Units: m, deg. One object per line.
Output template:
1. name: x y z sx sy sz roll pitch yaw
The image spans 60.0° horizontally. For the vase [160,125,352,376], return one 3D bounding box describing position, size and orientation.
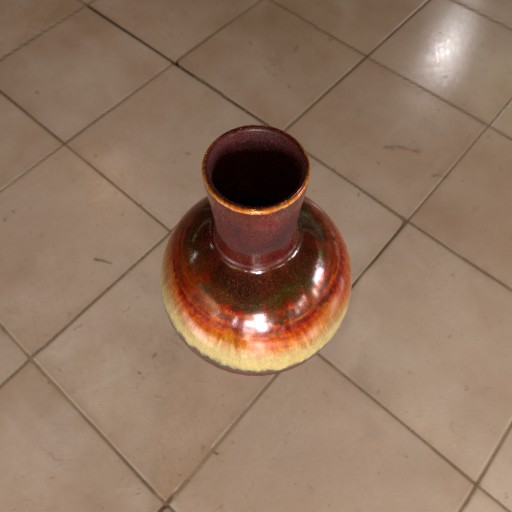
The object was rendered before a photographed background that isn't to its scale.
1. vase: 0.000 0.000 0.235 0.111 0.154 0.111 0 64 0
